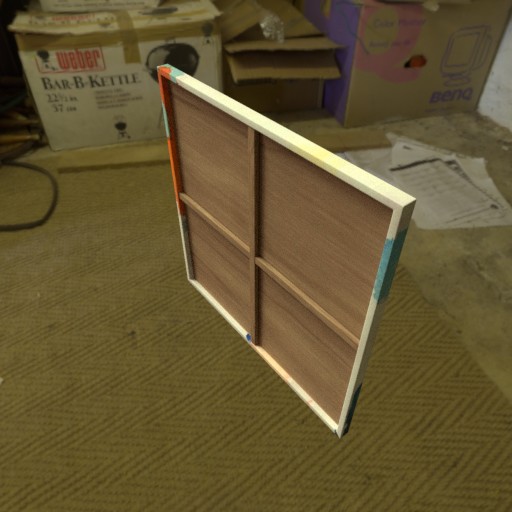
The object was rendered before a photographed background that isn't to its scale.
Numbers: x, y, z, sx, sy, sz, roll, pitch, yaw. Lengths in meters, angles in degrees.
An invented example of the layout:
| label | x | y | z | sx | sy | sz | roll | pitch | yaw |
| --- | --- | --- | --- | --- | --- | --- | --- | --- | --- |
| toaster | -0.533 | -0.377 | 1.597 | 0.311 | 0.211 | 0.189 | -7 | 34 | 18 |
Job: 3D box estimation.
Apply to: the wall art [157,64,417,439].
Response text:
| label | x | y | z | sx | sy | sz | roll | pitch | yaw |
| --- | --- | --- | --- | --- | --- | --- | --- | --- | --- |
| wall art | 0.000 | 0.000 | 1.541 | 0.044 | 1.017 | 1.017 | -28 | 49 | -27 |
